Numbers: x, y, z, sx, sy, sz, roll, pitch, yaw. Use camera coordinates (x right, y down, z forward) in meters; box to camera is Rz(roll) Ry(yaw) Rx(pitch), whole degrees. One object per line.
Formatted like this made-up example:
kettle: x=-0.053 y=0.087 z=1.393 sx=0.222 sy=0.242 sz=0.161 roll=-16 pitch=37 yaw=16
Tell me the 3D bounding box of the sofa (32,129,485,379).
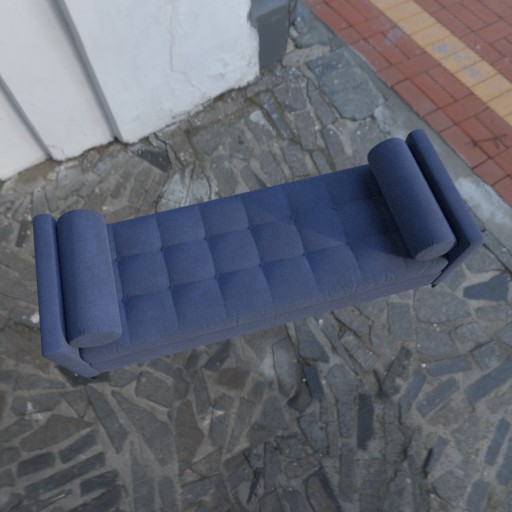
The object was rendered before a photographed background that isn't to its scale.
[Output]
sofa: x=0.000 y=0.000 z=2.303 sx=1.981 sy=0.635 sz=0.686 roll=-14 pitch=66 yaw=-6
